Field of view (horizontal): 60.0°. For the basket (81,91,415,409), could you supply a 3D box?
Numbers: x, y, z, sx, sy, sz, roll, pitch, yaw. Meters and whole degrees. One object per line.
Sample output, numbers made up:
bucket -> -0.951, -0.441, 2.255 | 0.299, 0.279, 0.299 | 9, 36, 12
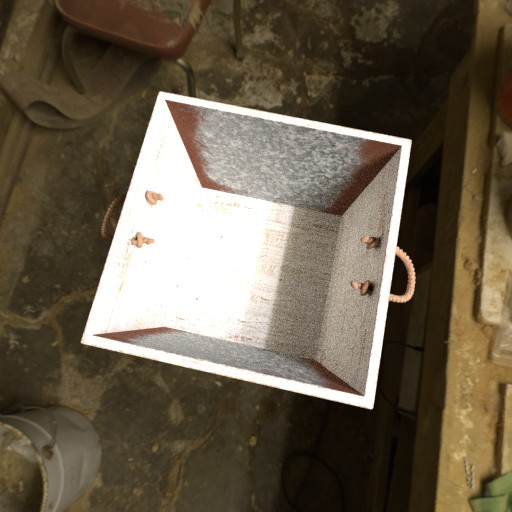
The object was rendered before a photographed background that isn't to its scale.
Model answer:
basket -> 0.000, 0.000, 0.779 | 0.545, 0.247, 0.413 | 12, 76, 3
